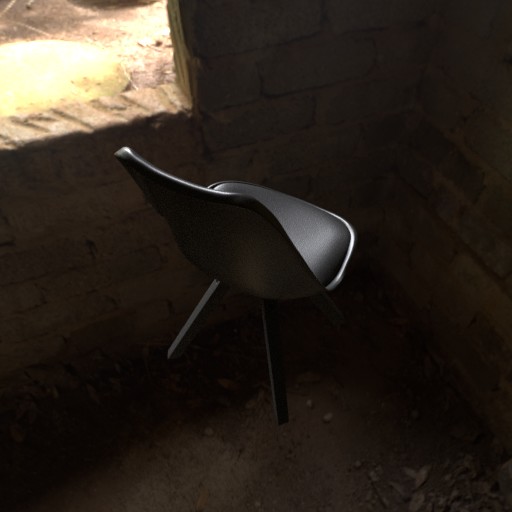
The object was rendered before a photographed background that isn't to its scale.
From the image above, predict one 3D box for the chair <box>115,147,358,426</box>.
[{"bbox_3d":[0.000,0.000,1.184,0.485,0.850,0.530,24,52,21],"label":"chair"}]
